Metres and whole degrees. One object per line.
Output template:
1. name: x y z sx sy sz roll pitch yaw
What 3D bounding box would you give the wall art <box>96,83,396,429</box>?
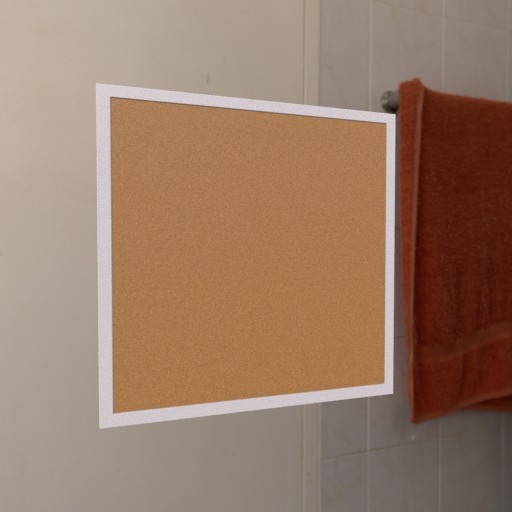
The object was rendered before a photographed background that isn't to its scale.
1. wall art: 0.000 0.000 0.454 0.305 0.305 0.038 -1 2 -18
